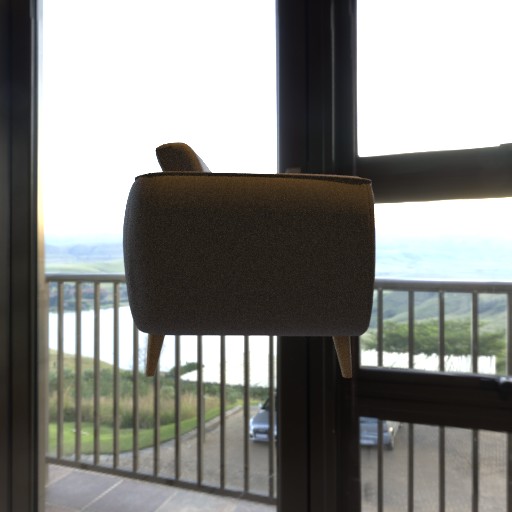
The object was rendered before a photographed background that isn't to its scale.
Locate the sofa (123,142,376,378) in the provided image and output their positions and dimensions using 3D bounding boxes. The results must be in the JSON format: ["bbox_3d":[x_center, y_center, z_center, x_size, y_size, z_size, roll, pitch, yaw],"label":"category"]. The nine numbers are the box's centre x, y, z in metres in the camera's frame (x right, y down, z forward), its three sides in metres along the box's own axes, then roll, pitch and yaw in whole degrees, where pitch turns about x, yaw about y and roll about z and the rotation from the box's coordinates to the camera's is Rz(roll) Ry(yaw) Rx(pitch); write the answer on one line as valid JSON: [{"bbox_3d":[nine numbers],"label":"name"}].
[{"bbox_3d":[0.000,0.000,2.483,0.920,0.870,2.000,0,-1,1],"label":"sofa"}]
